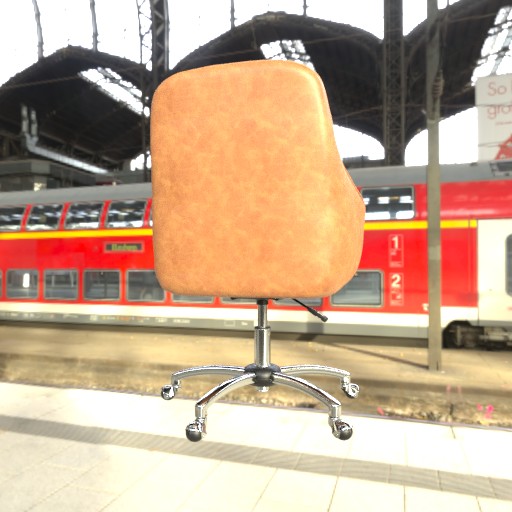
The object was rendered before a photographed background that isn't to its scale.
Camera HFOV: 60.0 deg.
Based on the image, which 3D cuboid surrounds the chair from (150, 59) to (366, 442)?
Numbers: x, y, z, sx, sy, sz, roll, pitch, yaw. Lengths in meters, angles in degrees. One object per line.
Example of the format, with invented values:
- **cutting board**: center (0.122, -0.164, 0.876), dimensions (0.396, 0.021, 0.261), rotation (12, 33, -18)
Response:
- **chair**: center (0.000, 0.000, 1.327), dimensions (0.628, 0.909, 0.615), rotation (0, -1, 16)
